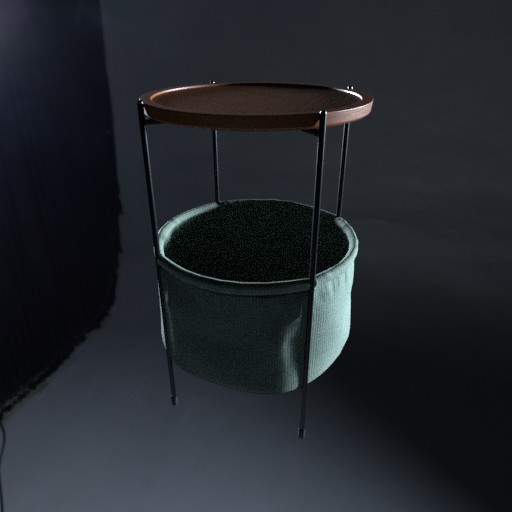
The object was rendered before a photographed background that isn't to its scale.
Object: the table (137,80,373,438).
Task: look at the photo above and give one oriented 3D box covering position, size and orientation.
[{"bbox_3d":[0.000,0.000,0.893,0.400,0.623,0.400,9,29,16],"label":"table"}]
